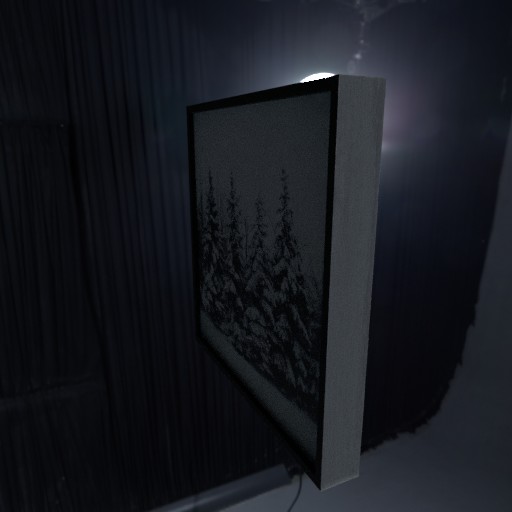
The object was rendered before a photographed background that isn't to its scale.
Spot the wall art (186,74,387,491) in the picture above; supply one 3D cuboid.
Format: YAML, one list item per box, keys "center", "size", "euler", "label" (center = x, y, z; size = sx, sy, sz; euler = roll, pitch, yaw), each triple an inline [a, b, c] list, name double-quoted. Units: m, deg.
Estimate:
- center: [0.000, 0.000, 0.448]
  size: [0.037, 0.305, 0.305]
  euler: [-7, 16, -25]
  label: "wall art"
